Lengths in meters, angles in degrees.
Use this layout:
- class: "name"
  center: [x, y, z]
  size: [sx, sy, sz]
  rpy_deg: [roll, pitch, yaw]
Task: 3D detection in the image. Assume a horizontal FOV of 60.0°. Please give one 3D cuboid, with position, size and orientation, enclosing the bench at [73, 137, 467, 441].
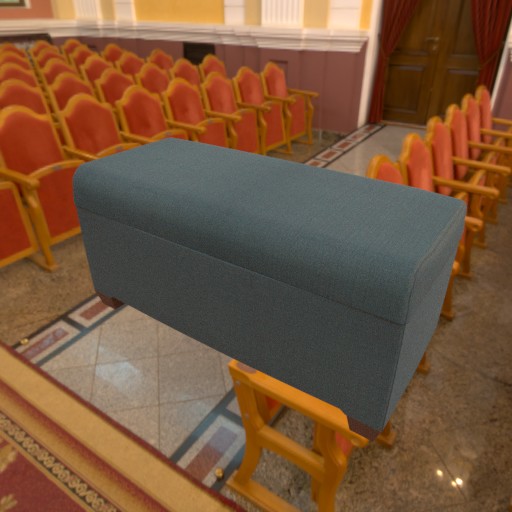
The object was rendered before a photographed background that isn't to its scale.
- class: "bench"
  center: [0.000, 0.000, 1.263]
  size: [0.995, 0.474, 0.476]
  rpy_deg: [19, 35, 29]
